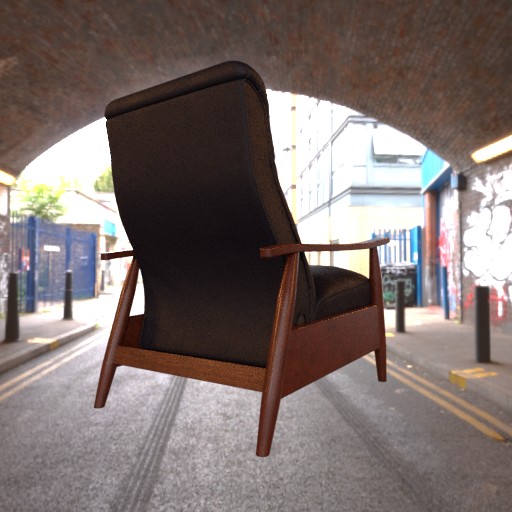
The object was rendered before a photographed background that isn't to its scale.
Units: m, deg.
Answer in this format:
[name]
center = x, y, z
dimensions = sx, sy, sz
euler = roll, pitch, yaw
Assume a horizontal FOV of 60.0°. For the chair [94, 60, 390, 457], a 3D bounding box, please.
[chair]
center = 0.000, 0.000, 1.774
dimensions = 0.762, 1.082, 1.014
euler = -1, -2, 35
